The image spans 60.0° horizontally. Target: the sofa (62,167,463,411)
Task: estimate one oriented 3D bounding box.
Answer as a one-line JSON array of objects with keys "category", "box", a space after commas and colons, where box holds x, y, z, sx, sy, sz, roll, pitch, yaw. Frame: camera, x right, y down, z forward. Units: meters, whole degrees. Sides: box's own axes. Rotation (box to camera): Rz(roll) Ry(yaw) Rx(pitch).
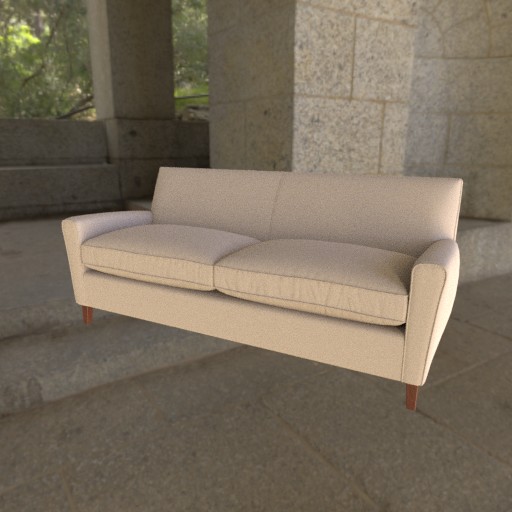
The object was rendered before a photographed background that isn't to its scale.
[{"category": "sofa", "box": [0.000, 0.000, 2.397, 2.000, 0.846, 0.875, 8, 17, 27]}]
